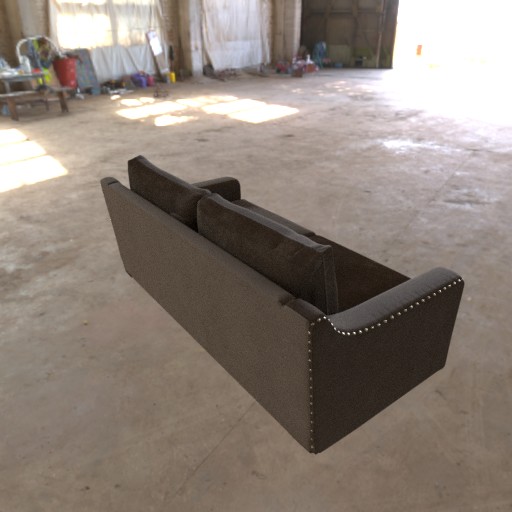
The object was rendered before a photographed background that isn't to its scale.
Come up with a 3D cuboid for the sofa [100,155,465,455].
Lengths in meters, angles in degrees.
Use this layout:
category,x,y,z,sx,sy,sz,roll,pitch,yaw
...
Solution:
category,x,y,z,sx,sy,sz,roll,pitch,yaw
sofa,0.000,0.000,3.296,1.336,1.196,2.550,-19,33,-32
